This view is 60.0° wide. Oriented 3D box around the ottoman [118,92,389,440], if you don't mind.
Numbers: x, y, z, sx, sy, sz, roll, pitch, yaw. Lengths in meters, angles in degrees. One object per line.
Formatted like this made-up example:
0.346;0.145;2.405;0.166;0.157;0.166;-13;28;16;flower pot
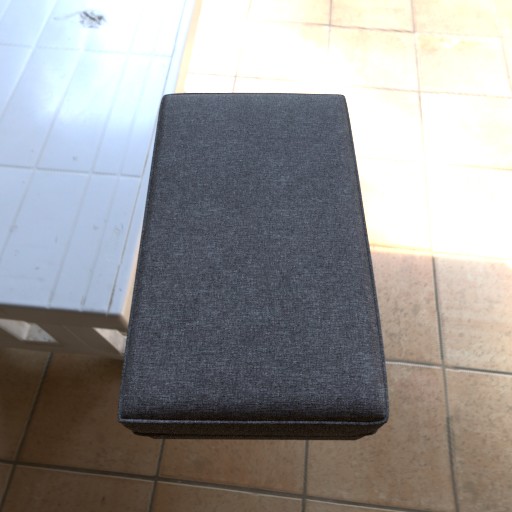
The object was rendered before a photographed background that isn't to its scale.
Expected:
0.000;0.000;1.543;0.717;0.487;1.184;0;62;0;ottoman
